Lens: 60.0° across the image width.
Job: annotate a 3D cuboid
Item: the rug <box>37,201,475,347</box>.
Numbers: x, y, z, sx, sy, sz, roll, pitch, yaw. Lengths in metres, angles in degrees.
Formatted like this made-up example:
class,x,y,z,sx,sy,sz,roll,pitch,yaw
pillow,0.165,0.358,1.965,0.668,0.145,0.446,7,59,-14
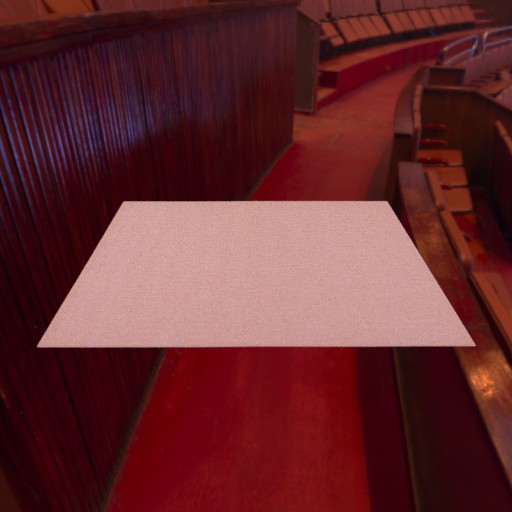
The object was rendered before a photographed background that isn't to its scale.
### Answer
class,x,y,z,sx,sy,sz,roll,pitch,yaw
rug,0.000,0.000,4.107,3.055,0.021,2.410,0,32,0
